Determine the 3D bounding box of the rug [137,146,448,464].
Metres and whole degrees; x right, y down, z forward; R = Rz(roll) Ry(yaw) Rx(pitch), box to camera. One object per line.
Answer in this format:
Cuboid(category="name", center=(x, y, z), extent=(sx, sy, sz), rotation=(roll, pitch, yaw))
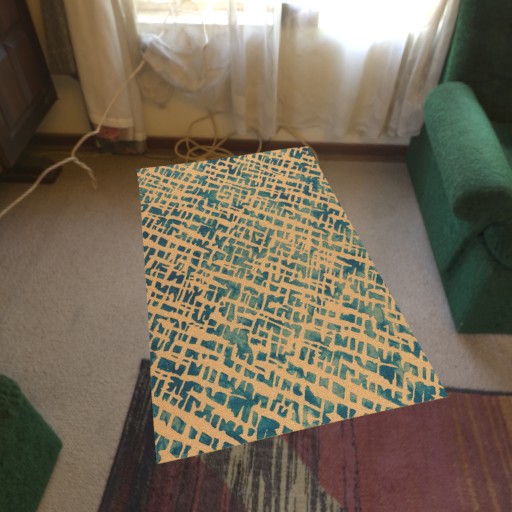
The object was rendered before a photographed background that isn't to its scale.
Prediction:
Cuboid(category="rug", center=(0.000, 0.000, 3.037), extent=(1.520, 0.011, 2.447), rotation=(-9, 47, -9))
